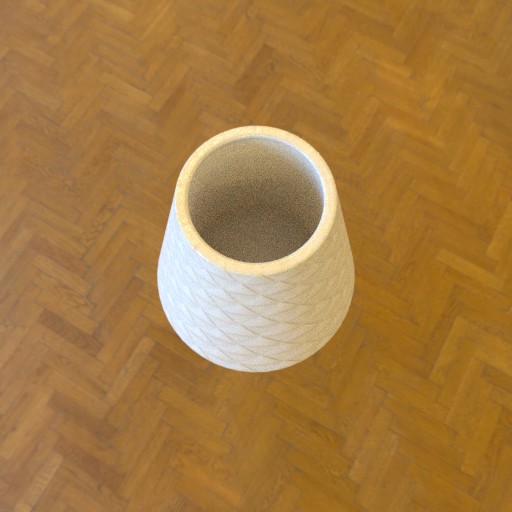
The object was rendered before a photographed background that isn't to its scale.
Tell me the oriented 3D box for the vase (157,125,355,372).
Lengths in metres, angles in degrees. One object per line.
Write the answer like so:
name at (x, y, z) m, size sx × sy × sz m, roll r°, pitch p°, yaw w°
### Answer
vase at (0.000, 0.000, 0.348) m, size 0.175 × 0.230 × 0.175 m, roll 0°, pitch 74°, yaw 0°
